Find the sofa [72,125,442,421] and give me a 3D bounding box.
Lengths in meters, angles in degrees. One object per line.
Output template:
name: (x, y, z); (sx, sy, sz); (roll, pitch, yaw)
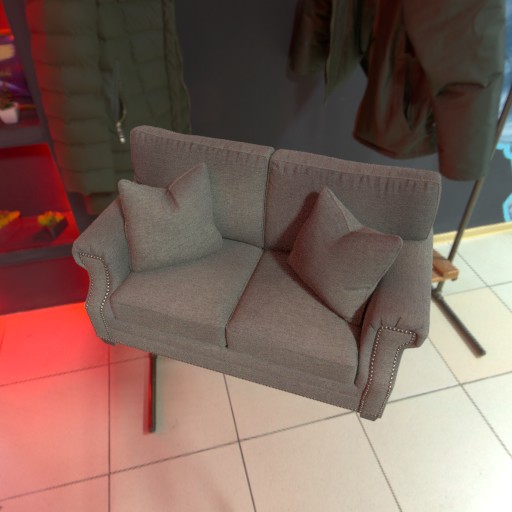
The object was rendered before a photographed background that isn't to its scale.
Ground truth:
sofa: (0.000, 0.000, 2.294); (1.701, 0.966, 0.966); (12, 43, 14)
